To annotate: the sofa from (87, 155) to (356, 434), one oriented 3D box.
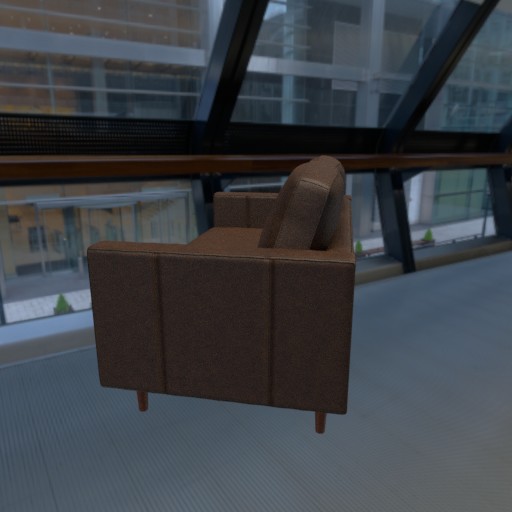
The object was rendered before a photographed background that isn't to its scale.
[{"bbox_3d":[0.000,0.000,2.177,0.909,0.951,1.578,3,15,11],"label":"sofa"}]
